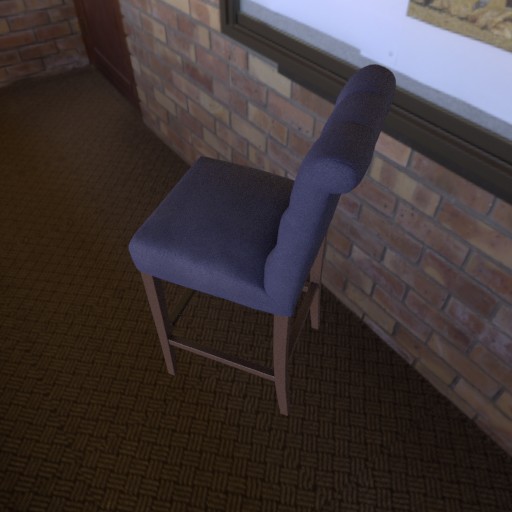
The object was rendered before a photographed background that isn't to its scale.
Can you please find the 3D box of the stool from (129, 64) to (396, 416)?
[{"bbox_3d":[0.000,0.000,1.432,0.601,1.140,0.493,16,48,15],"label":"stool"}]
